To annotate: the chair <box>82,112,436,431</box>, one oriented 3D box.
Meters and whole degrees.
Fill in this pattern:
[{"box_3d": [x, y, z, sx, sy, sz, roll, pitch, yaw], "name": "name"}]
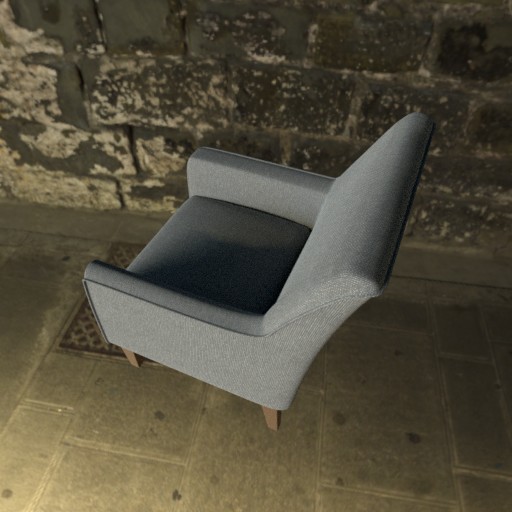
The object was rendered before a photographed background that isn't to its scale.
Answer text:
[{"box_3d": [0.000, 0.000, 1.569, 0.899, 0.919, 0.780, 18, 48, 16], "name": "chair"}]
